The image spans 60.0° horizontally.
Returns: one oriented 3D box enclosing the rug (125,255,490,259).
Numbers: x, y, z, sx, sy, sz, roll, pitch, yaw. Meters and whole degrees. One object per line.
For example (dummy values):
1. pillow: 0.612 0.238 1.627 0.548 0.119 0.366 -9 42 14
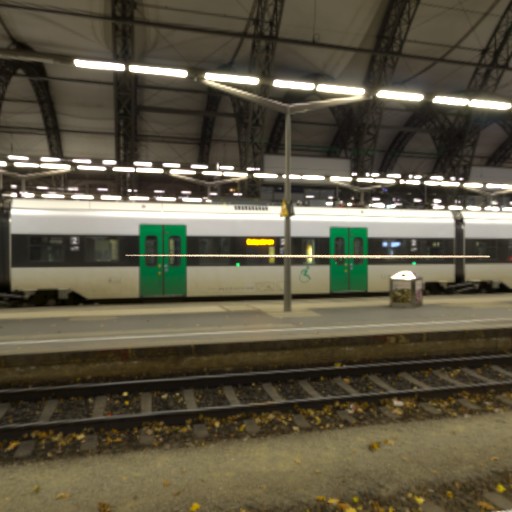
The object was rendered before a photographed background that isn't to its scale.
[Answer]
1. rug: 0.000 0.000 2.697 0.766 0.008 2.432 0 0 -36
